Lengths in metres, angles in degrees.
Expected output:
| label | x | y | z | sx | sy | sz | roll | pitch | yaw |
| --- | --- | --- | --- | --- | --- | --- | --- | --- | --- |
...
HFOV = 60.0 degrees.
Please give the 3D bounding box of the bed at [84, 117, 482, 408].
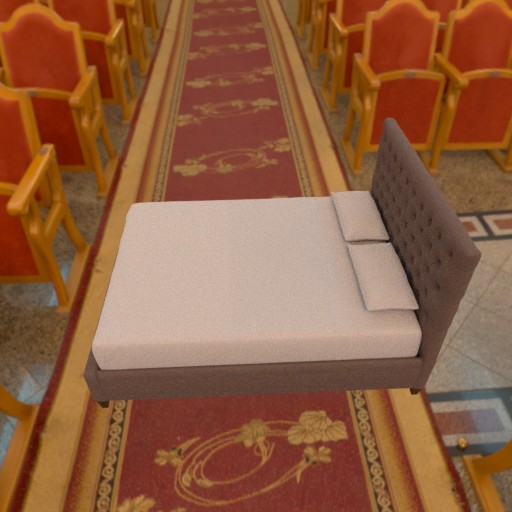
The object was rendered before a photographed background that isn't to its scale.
| label | x | y | z | sx | sy | sz | roll | pitch | yaw |
| --- | --- | --- | --- | --- | --- | --- | --- | --- | --- |
| bed | 0.000 | 0.000 | 3.403 | 2.387 | 1.427 | 1.698 | -2 | 42 | -2 |
